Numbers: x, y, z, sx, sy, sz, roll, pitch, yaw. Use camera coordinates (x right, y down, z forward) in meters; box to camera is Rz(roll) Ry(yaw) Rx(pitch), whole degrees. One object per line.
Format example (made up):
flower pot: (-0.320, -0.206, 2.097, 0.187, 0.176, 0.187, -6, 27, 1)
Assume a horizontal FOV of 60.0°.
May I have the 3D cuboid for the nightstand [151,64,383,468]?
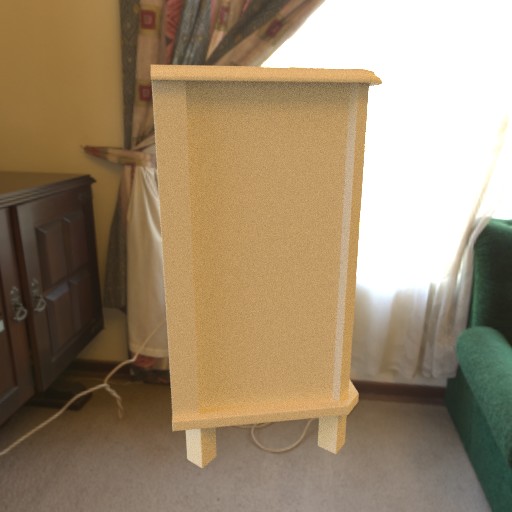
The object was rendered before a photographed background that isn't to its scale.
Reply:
nightstand: (0.000, 0.000, 0.920, 0.351, 0.681, 0.435, -2, 17, -8)
